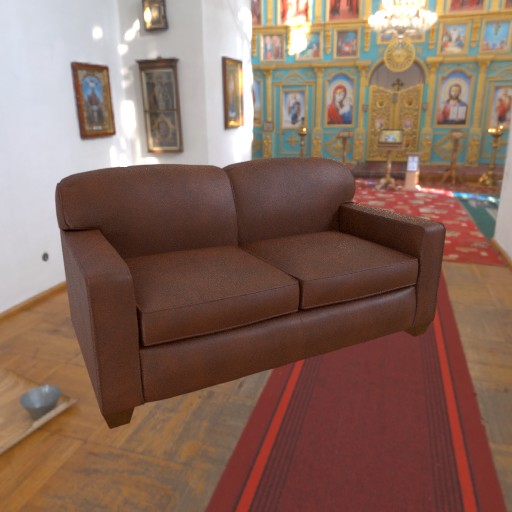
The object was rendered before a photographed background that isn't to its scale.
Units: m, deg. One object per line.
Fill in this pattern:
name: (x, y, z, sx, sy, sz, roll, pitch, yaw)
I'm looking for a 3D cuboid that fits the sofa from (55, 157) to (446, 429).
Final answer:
sofa: (0.000, 0.000, 2.388, 1.856, 0.966, 1.000, -9, 19, -27)
